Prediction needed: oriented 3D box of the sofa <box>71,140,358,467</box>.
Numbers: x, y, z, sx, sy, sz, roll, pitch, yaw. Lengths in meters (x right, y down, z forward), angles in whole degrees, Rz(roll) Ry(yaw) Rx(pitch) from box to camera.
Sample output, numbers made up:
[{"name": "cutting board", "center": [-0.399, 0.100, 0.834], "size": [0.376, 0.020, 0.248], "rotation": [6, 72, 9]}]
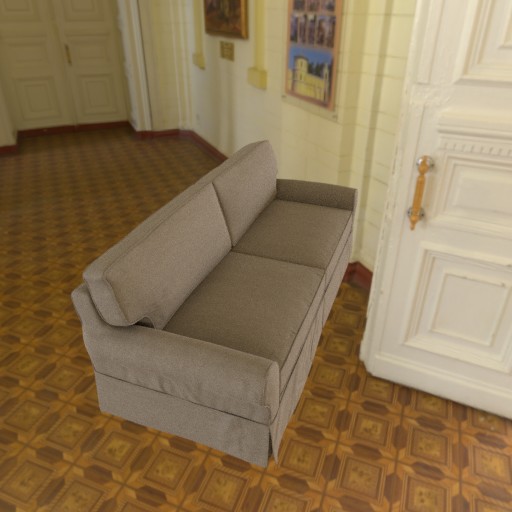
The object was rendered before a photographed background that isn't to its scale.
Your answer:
[{"name": "sofa", "center": [0.000, 0.000, 2.831], "size": [0.991, 0.943, 2.248], "rotation": [11, 32, 18]}]
